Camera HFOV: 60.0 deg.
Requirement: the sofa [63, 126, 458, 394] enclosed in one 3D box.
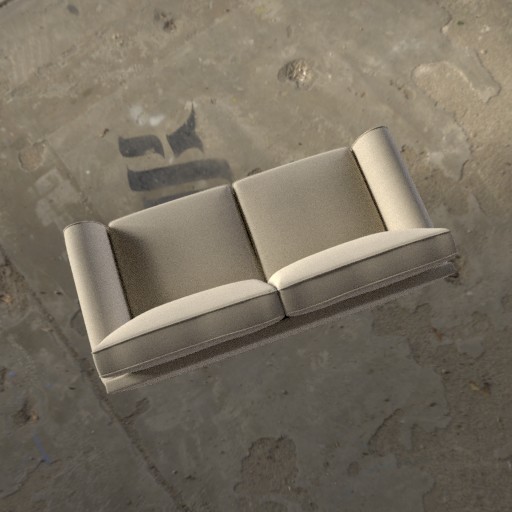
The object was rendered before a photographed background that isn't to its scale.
[{"bbox_3d":[0.000,0.000,2.289,1.774,0.933,0.861,-18,77,-4],"label":"sofa"}]
